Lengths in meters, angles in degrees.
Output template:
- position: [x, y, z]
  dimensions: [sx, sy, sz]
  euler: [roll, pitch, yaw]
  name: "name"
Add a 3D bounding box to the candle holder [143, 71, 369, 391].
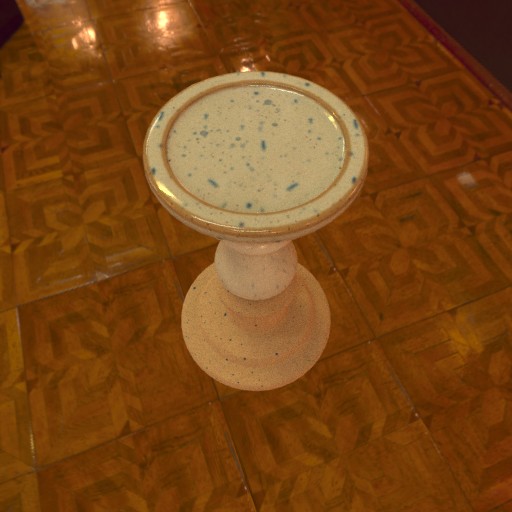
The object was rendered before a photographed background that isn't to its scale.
- position: [0.000, 0.000, 0.288]
  dimensions: [0.123, 0.202, 0.123]
  euler: [0, 58, 0]
  name: "candle holder"
